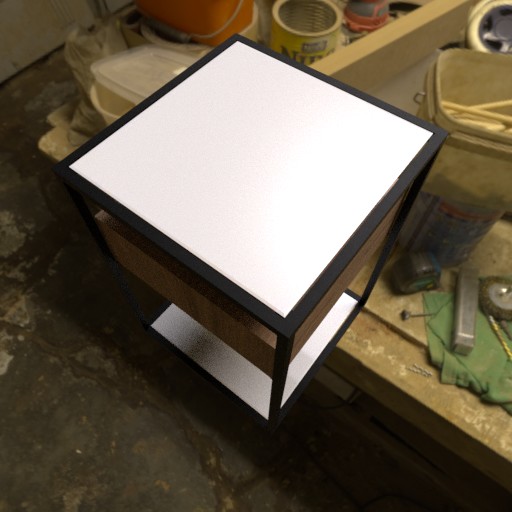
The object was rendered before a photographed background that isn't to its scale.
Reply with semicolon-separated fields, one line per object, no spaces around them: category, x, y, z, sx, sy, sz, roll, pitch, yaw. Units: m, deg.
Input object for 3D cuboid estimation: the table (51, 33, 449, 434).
table;0.000;0.000;0.819;0.378;0.540;0.378;33;64;19
